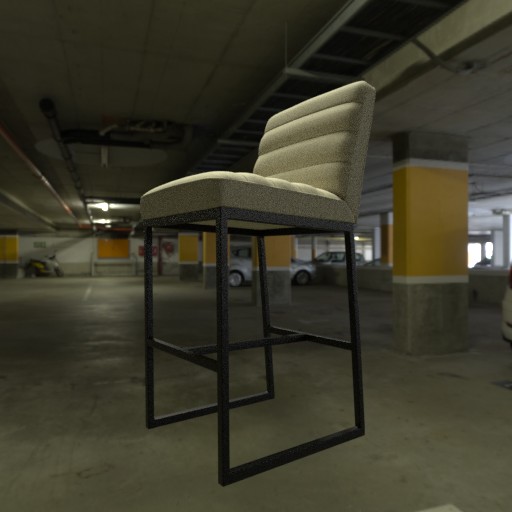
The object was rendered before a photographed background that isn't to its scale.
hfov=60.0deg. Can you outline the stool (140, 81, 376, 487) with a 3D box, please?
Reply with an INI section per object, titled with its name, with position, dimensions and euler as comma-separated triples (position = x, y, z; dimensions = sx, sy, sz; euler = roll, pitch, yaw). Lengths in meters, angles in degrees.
[stool]
position = 0.000, 0.000, 1.323
dimensions = 0.560, 1.040, 0.460
euler = 0, 0, -37
